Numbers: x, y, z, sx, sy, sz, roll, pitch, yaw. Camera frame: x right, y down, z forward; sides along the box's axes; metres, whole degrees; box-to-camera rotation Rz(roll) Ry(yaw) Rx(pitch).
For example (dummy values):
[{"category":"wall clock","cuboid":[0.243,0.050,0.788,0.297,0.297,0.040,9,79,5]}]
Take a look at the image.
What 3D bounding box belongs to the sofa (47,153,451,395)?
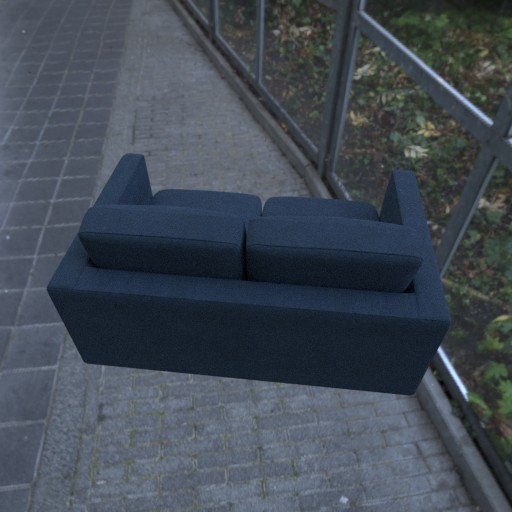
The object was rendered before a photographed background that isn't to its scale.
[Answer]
[{"category":"sofa","cuboid":[0.000,0.000,2.157,1.518,0.930,0.999,4,46,4]}]
